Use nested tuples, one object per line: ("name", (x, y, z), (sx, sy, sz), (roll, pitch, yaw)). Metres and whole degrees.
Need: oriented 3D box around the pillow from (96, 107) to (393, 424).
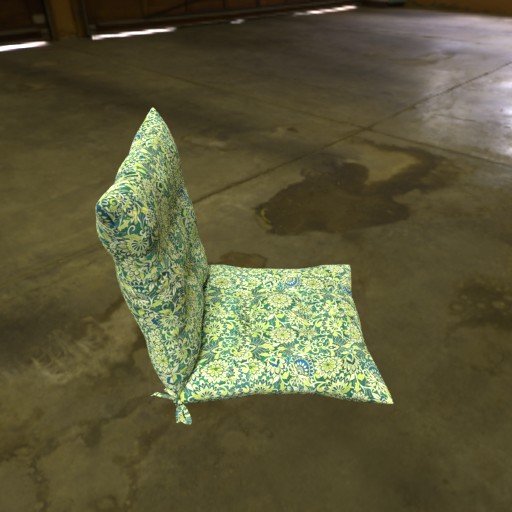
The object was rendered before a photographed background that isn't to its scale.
("pillow", (0.000, 0.000, 1.023), (0.585, 0.536, 0.541), (-1, 34, -1))
